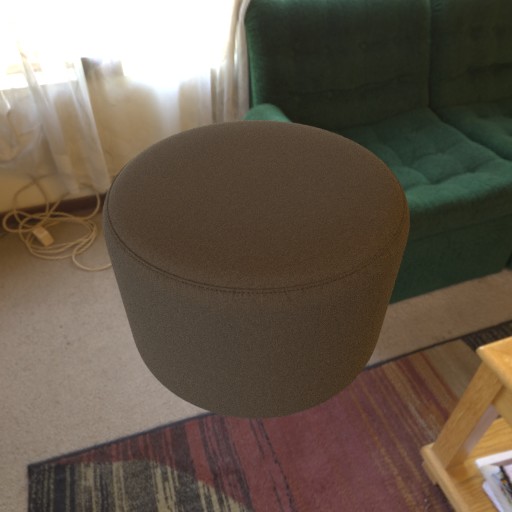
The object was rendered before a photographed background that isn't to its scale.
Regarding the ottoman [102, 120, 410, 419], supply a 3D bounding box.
[{"bbox_3d":[0.000,0.000,1.004,0.608,0.433,0.608,0,42,0],"label":"ottoman"}]
